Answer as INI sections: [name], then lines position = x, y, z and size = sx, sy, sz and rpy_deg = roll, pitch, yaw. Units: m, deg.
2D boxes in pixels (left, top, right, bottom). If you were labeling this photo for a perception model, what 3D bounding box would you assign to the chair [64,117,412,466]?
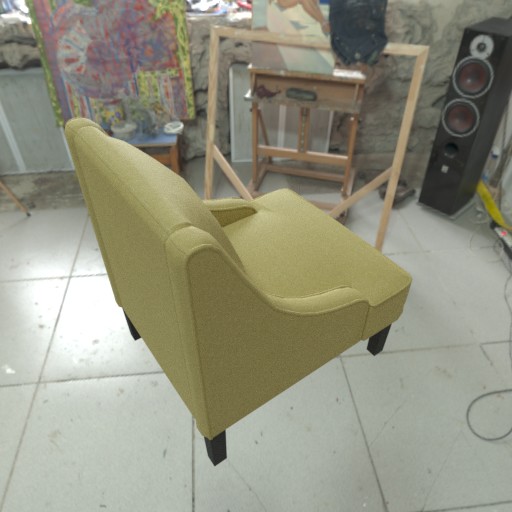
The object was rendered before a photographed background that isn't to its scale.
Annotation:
[chair]
position = 0.000, 0.000, 1.449
size = 0.814, 0.896, 0.696
rpy_deg = -25, 47, -26
